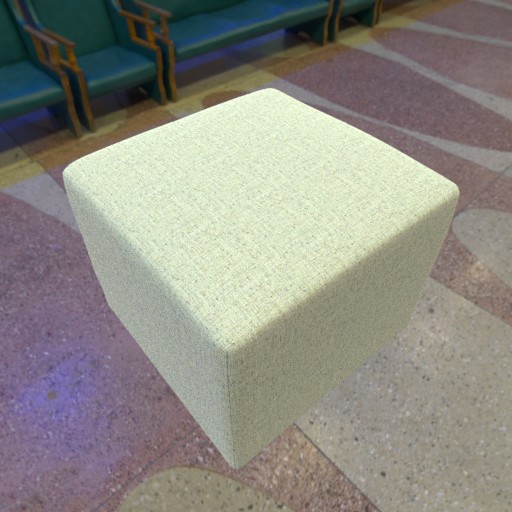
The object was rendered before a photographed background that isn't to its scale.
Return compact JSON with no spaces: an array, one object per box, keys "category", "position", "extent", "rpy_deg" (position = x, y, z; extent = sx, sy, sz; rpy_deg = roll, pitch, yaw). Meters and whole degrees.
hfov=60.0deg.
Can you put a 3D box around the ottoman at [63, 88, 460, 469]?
[{"category":"ottoman","position":[0.000,0.000,0.906],"extent":[0.521,0.453,0.512],"rpy_deg":[-31,53,-27]}]
